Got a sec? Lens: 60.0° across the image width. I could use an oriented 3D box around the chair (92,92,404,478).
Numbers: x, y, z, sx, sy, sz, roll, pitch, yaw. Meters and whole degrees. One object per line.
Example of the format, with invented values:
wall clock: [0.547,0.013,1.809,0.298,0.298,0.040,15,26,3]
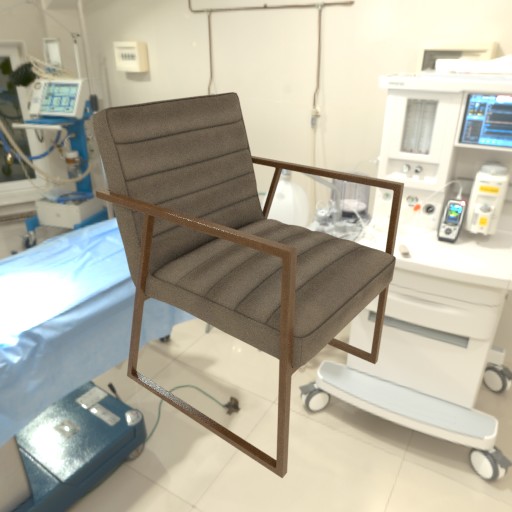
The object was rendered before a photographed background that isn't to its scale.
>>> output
chair: [0.000,0.000,1.305,0.682,0.843,0.578,19,32,34]
